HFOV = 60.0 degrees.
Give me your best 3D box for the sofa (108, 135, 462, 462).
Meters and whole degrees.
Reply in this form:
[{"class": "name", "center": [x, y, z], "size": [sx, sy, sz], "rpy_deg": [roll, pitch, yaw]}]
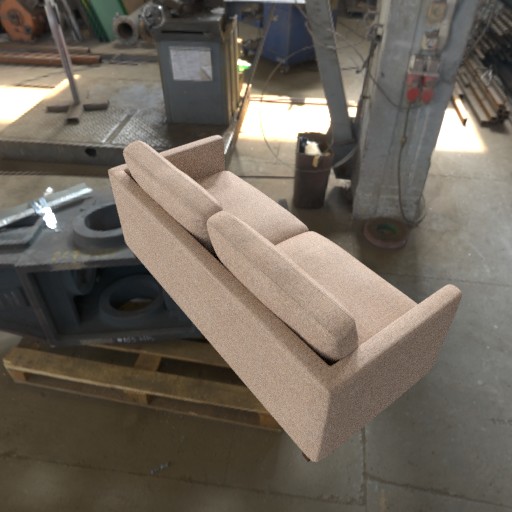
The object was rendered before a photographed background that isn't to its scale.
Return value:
[{"class": "sofa", "center": [0.000, 0.000, 2.782], "size": [0.951, 0.965, 2.208], "rpy_deg": [-26, 47, -27]}]
